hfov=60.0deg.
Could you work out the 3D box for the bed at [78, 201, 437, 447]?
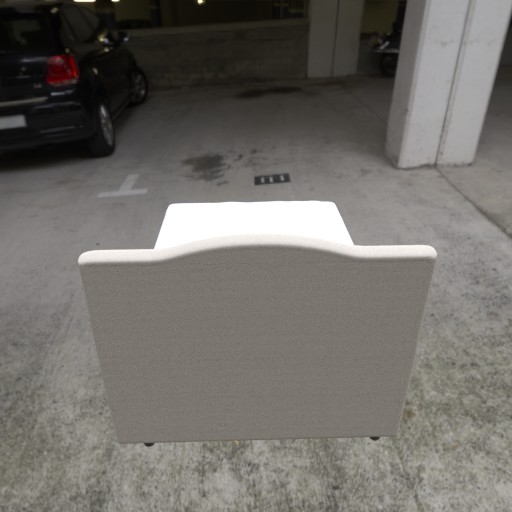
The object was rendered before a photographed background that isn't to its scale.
[{"bbox_3d":[0.000,0.000,3.296,1.741,1.449,2.196,-1,31,-2],"label":"bed"}]
